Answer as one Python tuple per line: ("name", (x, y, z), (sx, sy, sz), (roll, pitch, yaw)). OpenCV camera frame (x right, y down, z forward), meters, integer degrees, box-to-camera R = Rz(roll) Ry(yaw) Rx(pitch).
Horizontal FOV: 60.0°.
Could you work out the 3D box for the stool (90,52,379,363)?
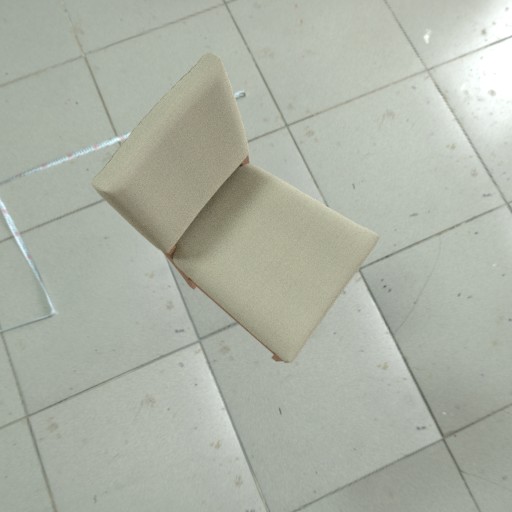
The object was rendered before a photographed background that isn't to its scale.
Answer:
("stool", (0.000, 0.000, 1.396), (0.546, 1.143, 0.428), (36, 79, 8))
